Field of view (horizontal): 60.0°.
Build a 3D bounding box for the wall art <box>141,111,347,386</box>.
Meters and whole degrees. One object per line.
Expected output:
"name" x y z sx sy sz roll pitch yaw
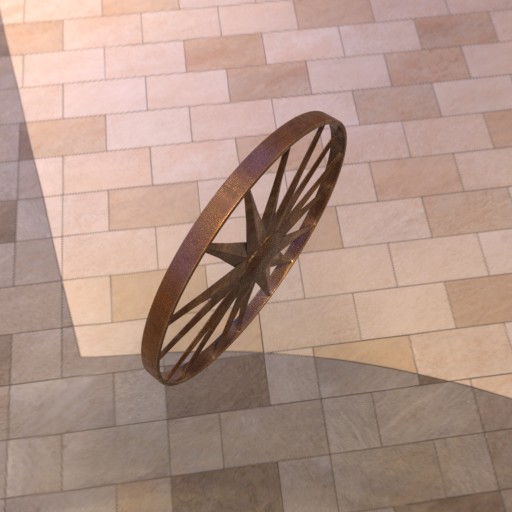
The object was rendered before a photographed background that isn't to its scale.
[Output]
"wall art" 0.000 0.000 0.863 0.084 0.583 0.582 35 76 10
